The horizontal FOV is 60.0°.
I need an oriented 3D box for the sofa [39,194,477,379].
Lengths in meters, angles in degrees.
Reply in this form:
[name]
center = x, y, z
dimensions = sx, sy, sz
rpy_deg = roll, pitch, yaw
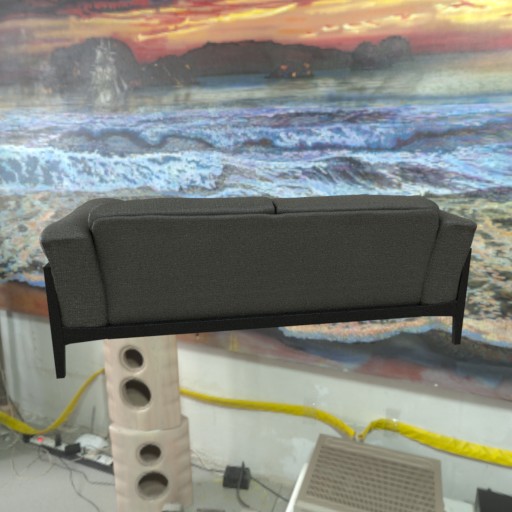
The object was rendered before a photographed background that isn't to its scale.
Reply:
[sofa]
center = 0.000, 0.000, 2.144
dimensions = 1.690, 0.656, 0.960
rpy_deg = -3, 14, -10
